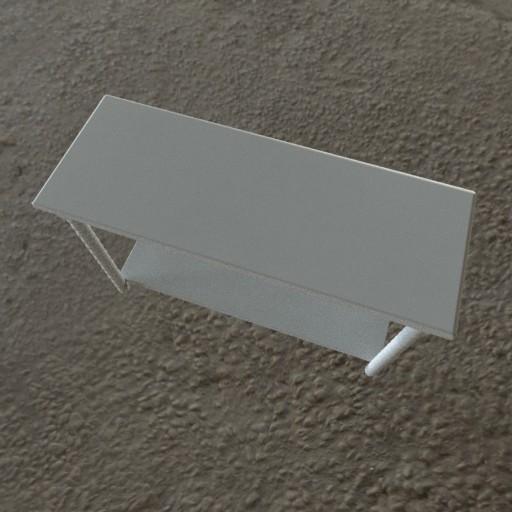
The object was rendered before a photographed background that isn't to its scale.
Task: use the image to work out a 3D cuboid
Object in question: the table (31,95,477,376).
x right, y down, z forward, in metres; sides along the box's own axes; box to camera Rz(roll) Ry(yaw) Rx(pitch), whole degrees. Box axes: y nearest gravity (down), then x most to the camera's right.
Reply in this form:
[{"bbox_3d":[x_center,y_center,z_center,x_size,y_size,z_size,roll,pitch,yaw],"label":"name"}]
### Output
[{"bbox_3d":[0.000,0.000,1.582,1.184,0.740,0.459,17,65,8],"label":"table"}]
